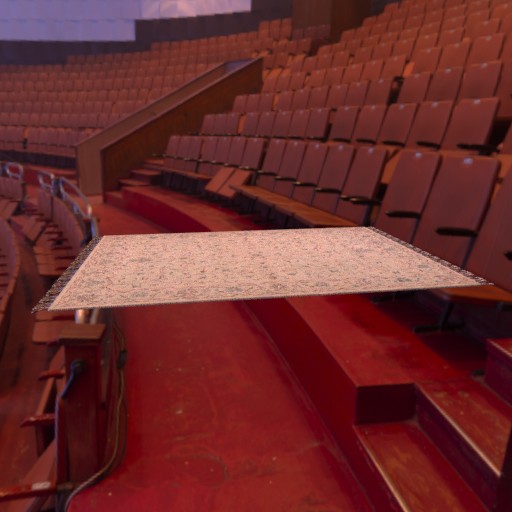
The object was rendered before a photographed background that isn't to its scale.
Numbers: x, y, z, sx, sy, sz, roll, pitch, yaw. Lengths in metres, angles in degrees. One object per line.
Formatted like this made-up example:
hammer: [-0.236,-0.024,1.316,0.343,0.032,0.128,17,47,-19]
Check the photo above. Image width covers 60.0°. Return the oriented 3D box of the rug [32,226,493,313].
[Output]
rug: [0.000,0.000,2.274,1.802,0.008,1.247,-2,15,-9]
